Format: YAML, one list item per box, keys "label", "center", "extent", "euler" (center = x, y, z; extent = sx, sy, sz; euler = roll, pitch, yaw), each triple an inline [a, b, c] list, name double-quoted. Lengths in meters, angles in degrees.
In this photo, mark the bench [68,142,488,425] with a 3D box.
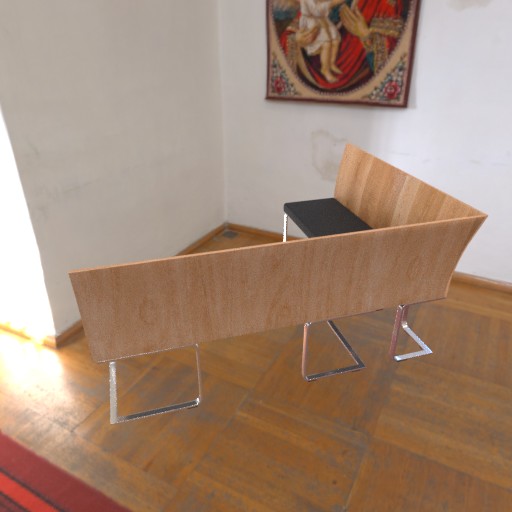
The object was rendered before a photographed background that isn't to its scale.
- label: "bench"
  center: [0.000, 0.000, 2.789]
  extent: [1.945, 0.930, 1.495]
  euler: [-8, 29, -15]
